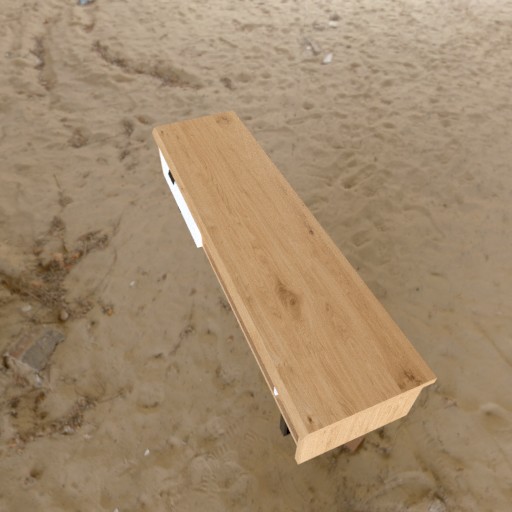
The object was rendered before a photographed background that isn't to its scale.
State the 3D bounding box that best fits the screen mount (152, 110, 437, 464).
[{"bbox_3d":[0.000,0.000,1.946,0.450,0.430,1.700,-17,49,-15],"label":"screen mount"}]
